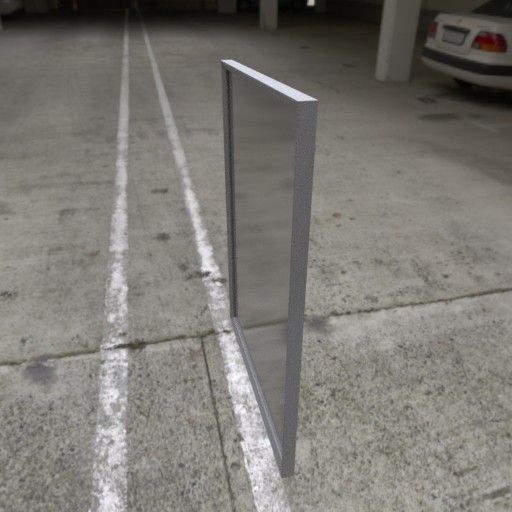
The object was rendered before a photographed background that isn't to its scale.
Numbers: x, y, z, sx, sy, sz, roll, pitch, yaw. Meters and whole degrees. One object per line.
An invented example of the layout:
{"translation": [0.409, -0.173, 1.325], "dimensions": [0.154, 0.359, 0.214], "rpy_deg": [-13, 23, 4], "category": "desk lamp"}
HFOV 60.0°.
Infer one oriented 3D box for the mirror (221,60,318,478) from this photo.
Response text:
{"translation": [0.000, 0.000, 1.330], "dimensions": [0.041, 1.016, 0.762], "rpy_deg": [-7, 30, -12], "category": "mirror"}
